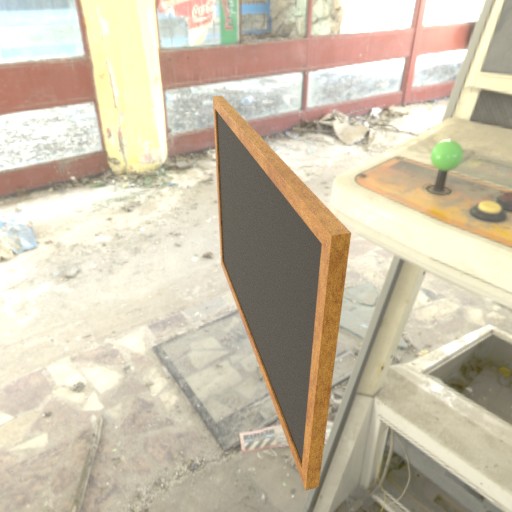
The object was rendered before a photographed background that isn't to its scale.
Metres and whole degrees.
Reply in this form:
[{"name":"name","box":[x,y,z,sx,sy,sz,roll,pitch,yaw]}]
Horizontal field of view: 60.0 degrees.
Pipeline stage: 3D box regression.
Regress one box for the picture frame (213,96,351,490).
[{"name":"picture frame","box":[0.000,0.000,1.163,0.029,0.621,0.922,-8,33,-13]}]
